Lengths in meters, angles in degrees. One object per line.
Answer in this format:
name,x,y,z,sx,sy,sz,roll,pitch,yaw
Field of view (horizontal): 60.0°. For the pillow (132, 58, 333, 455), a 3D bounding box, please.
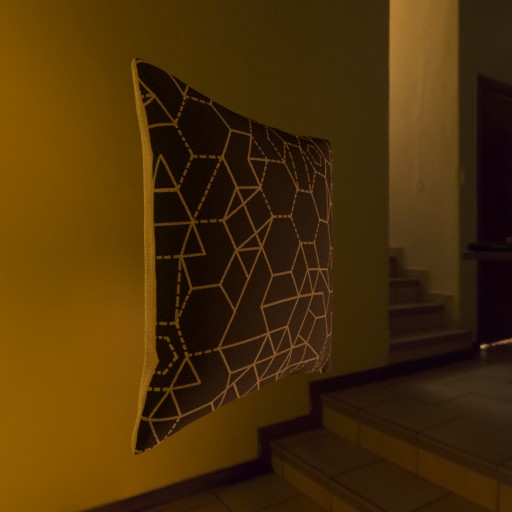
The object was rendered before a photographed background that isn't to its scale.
pillow,0.000,0.000,0.769,0.158,0.508,0.517,0,0,37
